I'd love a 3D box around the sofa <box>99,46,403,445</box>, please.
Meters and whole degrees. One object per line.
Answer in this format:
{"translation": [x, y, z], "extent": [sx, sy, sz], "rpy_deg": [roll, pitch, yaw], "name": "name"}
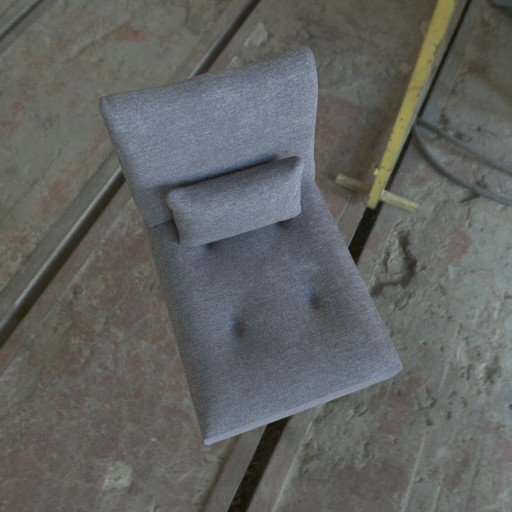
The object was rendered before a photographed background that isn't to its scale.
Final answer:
{"translation": [0.000, 0.000, 1.516], "extent": [0.700, 0.820, 1.000], "rpy_deg": [-17, 66, -8], "name": "sofa"}
